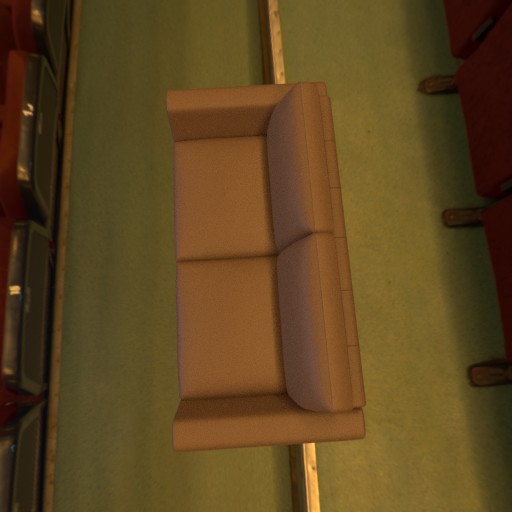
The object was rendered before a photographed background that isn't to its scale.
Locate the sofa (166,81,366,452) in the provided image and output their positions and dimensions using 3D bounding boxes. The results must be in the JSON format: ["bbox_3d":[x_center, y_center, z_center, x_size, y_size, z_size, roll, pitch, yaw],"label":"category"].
[{"bbox_3d":[0.000,0.000,2.555,0.953,0.875,2.017,-4,76,-1],"label":"sofa"}]
